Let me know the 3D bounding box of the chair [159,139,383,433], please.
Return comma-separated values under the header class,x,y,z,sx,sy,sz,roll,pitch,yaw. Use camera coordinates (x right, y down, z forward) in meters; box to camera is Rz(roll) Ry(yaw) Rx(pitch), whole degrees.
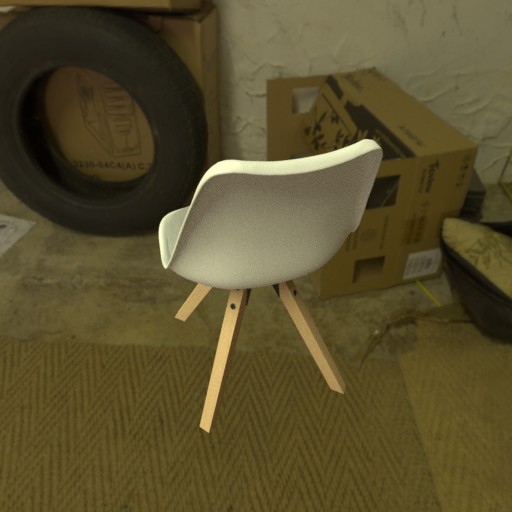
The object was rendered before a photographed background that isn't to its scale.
class,x,y,z,sx,sy,sz,roll,pitch,yaw
chair,0.000,0.000,1.173,0.485,0.850,0.550,-11,42,-13
